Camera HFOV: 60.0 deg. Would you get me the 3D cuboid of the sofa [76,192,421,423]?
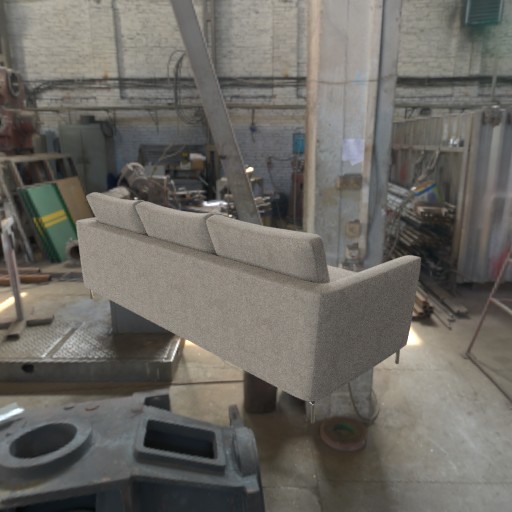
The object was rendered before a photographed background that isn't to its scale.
[{"bbox_3d":[0.000,0.000,3.208,1.626,0.864,2.438,-14,20,-43],"label":"sofa"}]
